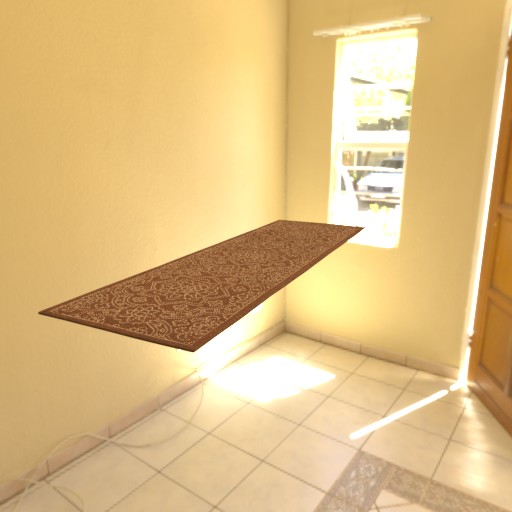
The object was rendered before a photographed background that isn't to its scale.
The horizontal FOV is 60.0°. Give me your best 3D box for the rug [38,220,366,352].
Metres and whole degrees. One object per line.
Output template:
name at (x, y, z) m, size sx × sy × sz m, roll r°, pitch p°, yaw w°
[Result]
rug at (0.000, 0.000, 2.694) m, size 0.769 × 0.012 × 2.448 m, roll 7°, pitch 16°, yaw 26°
